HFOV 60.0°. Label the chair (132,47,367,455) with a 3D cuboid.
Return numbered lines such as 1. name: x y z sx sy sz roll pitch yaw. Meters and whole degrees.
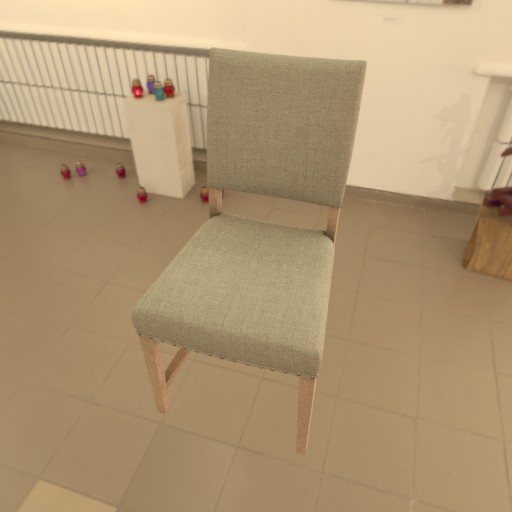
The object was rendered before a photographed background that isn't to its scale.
1. chair: 0.000 0.000 1.311 0.508 0.986 0.622 11 41 13
